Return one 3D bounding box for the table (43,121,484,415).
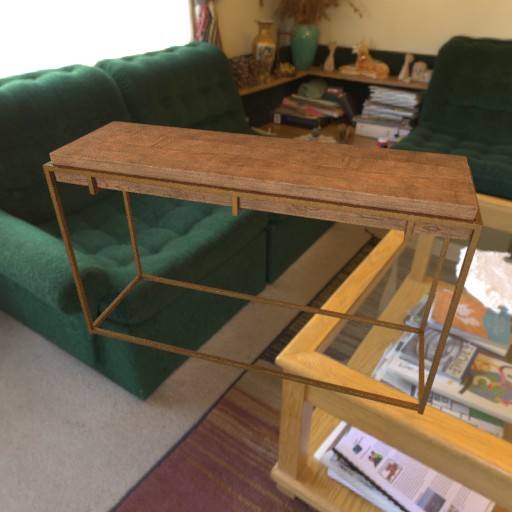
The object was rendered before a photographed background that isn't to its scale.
[{"bbox_3d":[0.000,0.000,1.726,1.400,0.820,0.440,10,34,15],"label":"table"}]
